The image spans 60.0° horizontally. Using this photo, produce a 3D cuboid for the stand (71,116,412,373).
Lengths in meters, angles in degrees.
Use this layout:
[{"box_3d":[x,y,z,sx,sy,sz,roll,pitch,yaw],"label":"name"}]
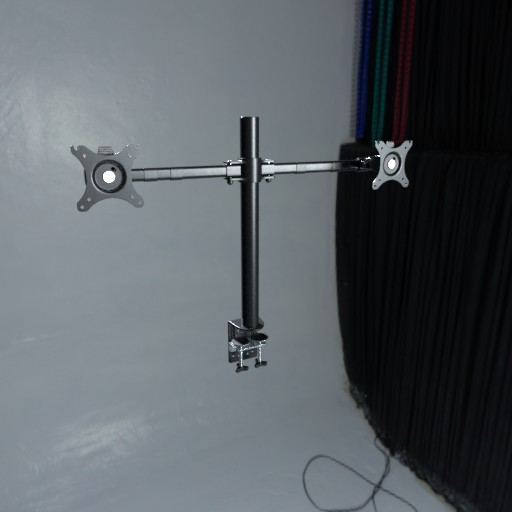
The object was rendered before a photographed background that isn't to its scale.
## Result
[{"box_3d":[0.000,0.000,1.004,0.743,0.603,0.150,-8,18,-26],"label":"stand"}]
